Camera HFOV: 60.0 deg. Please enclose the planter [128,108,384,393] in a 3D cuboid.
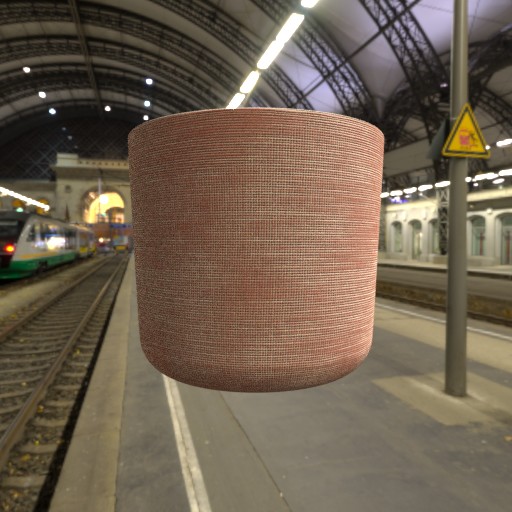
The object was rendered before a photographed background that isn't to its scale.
[{"bbox_3d":[0.000,0.000,0.798,0.440,0.398,0.440,0,2,0],"label":"planter"}]
